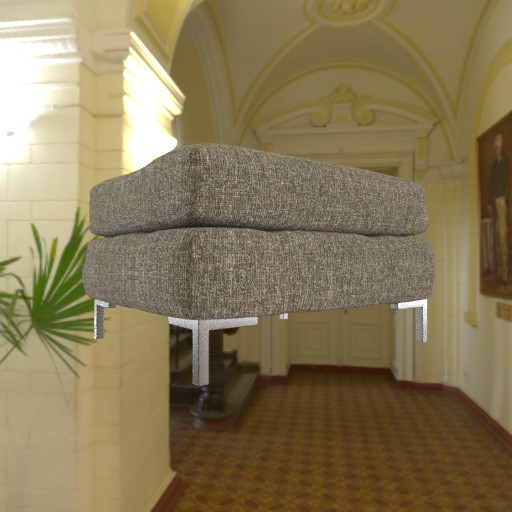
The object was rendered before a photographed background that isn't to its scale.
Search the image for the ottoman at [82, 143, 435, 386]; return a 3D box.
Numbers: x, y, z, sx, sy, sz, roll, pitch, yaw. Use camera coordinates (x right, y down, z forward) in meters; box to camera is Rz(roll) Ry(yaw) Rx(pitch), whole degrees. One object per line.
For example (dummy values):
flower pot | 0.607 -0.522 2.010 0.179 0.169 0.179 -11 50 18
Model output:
ottoman | 0.000 0.000 1.268 0.828 0.480 0.683 0 -1 -37
